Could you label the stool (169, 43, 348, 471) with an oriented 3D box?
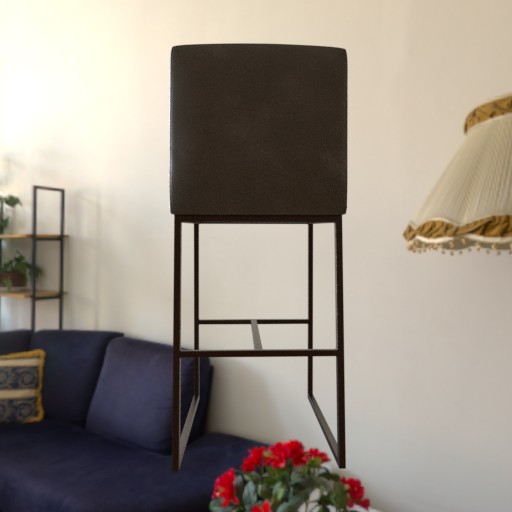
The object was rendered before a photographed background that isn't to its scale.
[{"bbox_3d":[0.000,0.000,1.371,0.463,1.065,0.562,0,1,-2],"label":"stool"}]
